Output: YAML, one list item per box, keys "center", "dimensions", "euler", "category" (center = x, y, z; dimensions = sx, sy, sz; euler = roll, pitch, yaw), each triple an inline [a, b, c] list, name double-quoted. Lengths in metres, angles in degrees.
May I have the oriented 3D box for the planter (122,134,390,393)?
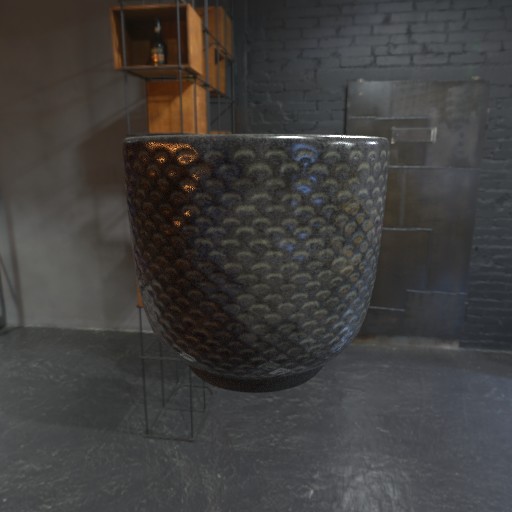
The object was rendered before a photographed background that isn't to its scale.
- center: [0.000, 0.000, 0.253]
  dimensions: [0.140, 0.129, 0.140]
  euler: [0, 13, 0]
  category: "planter"
